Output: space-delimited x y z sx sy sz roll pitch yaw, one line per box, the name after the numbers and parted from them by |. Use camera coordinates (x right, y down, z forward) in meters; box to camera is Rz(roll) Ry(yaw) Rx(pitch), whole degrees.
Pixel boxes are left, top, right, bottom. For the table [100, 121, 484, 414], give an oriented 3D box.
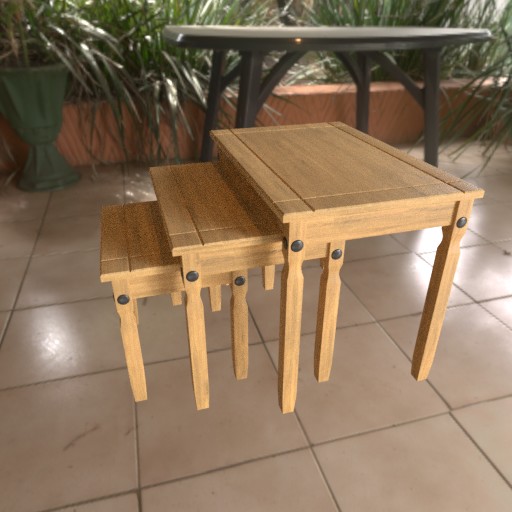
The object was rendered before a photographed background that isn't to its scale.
0.000 0.000 1.209 0.773 0.535 0.660 -8 30 -15 | table
